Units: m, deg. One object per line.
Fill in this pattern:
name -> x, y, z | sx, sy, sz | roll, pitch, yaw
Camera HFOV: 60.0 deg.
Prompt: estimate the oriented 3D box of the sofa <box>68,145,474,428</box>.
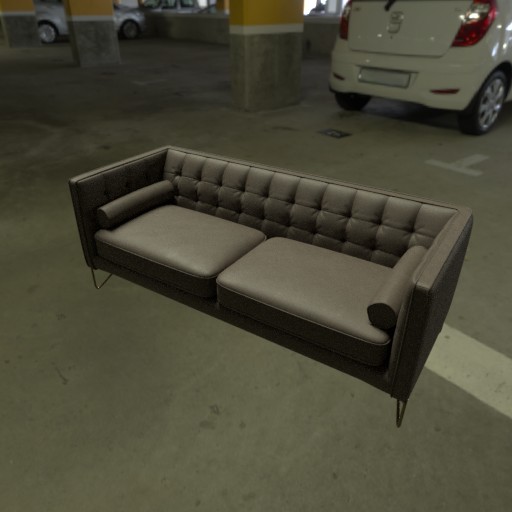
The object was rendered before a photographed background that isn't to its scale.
sofa -> 0.000, 0.000, 2.559 | 2.087, 0.789, 0.867 | 18, 34, 28
